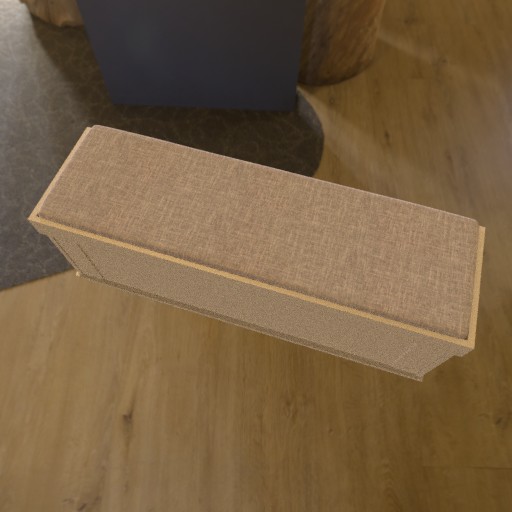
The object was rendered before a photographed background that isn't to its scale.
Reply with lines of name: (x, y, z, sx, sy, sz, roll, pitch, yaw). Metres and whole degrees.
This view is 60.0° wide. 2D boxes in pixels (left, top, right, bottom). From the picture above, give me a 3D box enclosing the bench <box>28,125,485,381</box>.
bench: (0.000, 0.000, 1.392, 1.196, 0.453, 0.363, 16, 64, 8)
